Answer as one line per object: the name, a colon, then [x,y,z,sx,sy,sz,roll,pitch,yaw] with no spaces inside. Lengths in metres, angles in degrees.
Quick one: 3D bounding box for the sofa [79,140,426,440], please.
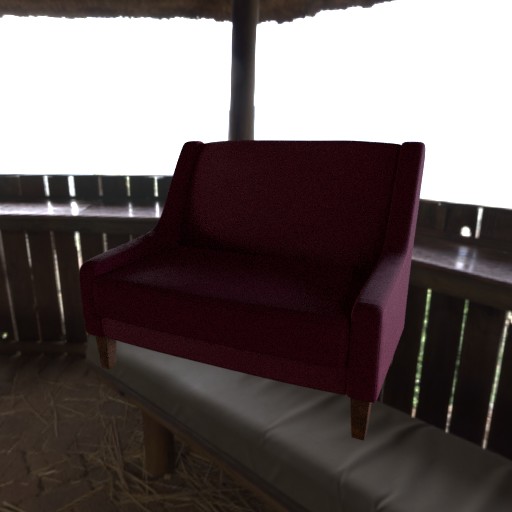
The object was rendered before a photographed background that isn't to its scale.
sofa: [0.000,0.000,1.935,1.242,0.976,0.946,7,16,24]
